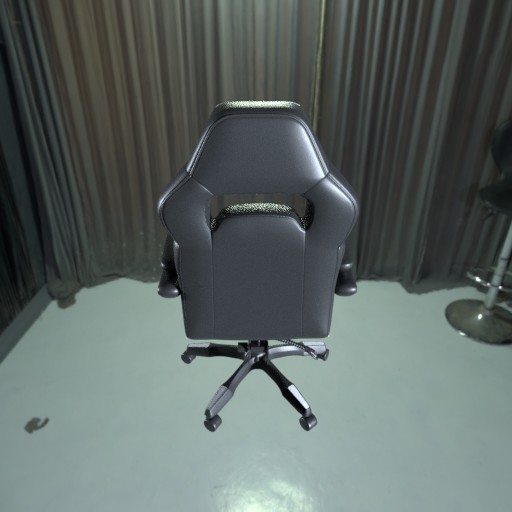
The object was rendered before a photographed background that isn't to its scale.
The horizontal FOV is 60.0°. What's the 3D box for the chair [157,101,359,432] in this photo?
[{"bbox_3d":[0.000,0.000,1.650,0.676,1.200,0.700,0,29,-1],"label":"chair"}]
